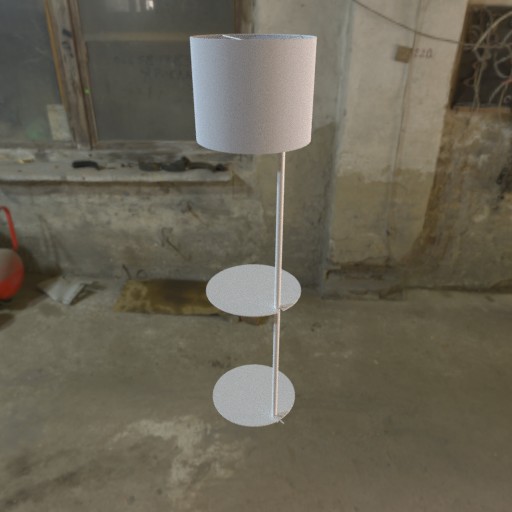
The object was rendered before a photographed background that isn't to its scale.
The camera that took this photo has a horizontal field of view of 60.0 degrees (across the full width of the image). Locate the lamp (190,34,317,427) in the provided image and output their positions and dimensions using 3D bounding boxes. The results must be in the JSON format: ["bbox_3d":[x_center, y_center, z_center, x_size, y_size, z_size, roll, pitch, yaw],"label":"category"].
[{"bbox_3d":[0.000,0.000,1.650,0.372,1.465,0.405,-18,33,-29],"label":"lamp"}]
